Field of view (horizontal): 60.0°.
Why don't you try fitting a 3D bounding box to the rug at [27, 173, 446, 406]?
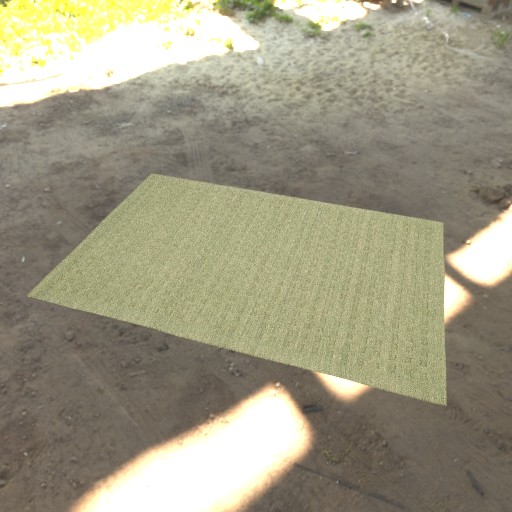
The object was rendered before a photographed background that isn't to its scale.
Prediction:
[{"bbox_3d":[0.000,0.000,2.155,1.747,0.006,1.143,12,41,14],"label":"rug"}]
